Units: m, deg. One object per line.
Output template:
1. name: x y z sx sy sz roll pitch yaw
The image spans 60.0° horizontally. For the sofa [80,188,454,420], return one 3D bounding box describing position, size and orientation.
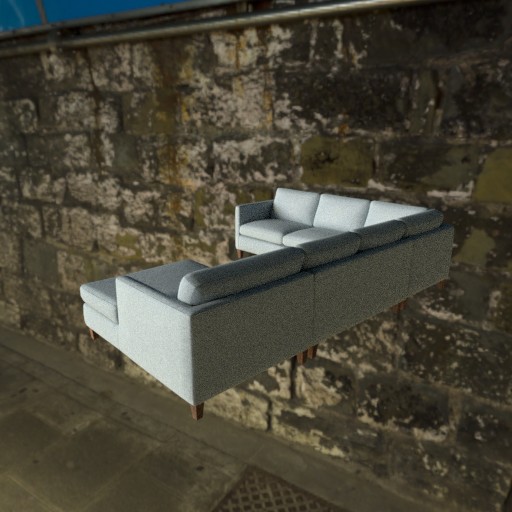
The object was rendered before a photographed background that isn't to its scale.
1. sofa: 0.000 0.000 4.480 3.403 0.889 2.551 -15 22 -41
